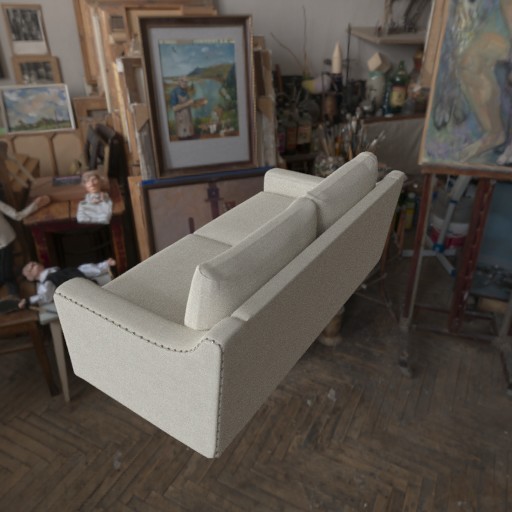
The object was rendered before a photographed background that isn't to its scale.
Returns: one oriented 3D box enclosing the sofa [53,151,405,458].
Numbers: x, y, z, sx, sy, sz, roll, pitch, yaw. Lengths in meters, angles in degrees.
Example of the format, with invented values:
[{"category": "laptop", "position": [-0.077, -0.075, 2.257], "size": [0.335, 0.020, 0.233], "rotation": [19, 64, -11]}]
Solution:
[{"category": "sofa", "position": [0.000, 0.000, 2.755], "size": [1.104, 0.983, 2.107], "rotation": [19, 36, 28]}]
